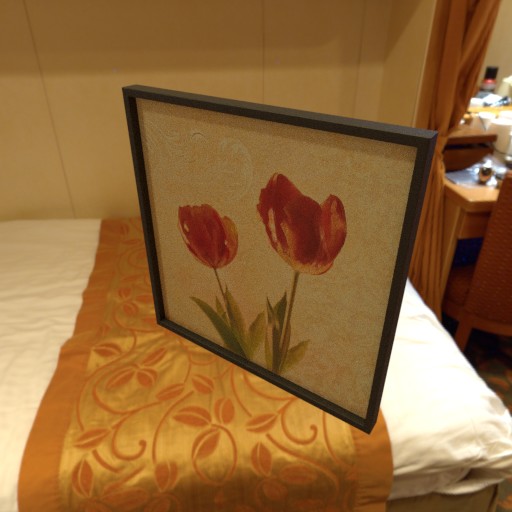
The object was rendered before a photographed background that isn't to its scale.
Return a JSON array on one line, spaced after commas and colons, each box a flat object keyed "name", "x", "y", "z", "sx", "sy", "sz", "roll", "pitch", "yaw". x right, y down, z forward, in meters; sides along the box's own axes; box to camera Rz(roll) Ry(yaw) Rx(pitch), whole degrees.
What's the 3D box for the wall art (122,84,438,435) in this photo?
[{"name": "wall art", "x": 0.000, "y": 0.000, "z": 0.525, "sx": 0.349, "sy": 0.349, "sz": 0.038, "roll": 20, "pitch": 36, "yaw": 29}]
